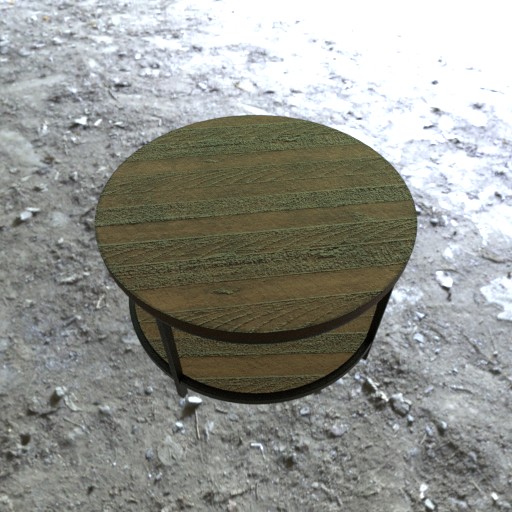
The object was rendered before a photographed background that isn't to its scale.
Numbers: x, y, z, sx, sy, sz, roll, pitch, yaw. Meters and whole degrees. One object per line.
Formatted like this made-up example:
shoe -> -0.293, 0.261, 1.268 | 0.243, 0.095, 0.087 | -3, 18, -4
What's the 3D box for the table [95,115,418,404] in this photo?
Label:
table -> 0.000, 0.000, 1.353 | 0.837, 0.462, 0.837 | 0, 48, 0
